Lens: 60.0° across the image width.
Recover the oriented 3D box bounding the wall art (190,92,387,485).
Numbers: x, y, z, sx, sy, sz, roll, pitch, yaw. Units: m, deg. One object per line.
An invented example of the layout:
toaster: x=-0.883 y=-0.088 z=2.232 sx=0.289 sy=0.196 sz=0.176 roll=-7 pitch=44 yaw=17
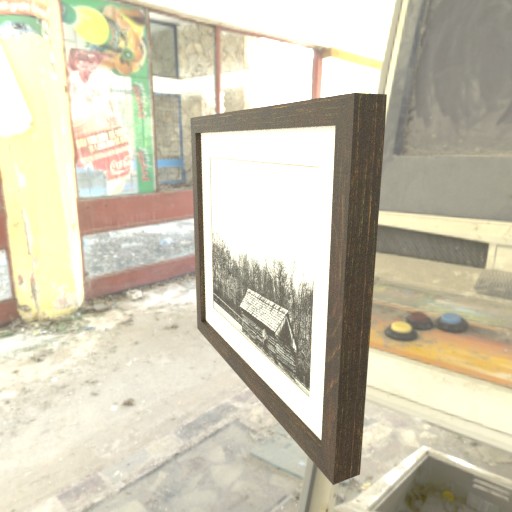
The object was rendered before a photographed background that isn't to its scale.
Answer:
wall art: x=0.000 y=0.000 z=0.527 sx=0.031 sy=0.330 sz=0.381 roll=-7 pitch=16 yaw=-25
